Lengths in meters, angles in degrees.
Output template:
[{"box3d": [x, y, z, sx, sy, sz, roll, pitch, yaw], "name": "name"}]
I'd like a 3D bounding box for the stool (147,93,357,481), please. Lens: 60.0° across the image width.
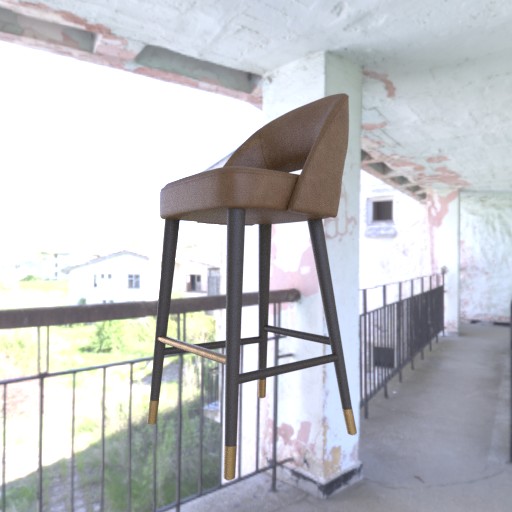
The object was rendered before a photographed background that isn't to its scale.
[{"box3d": [0.000, 0.000, 1.346, 0.509, 1.037, 0.494, 0, 0, -37], "name": "stool"}]
